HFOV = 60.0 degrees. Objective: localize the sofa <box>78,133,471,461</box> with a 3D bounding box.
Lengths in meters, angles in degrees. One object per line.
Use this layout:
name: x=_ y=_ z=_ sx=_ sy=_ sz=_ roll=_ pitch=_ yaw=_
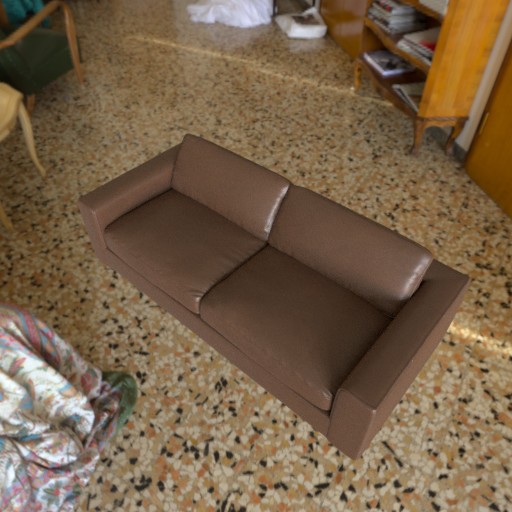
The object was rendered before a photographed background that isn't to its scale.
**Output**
sofa: x=0.000 y=0.000 z=2.791 sx=2.262 sy=0.801 sz=1.070 roll=32 pitch=53 yaw=28
